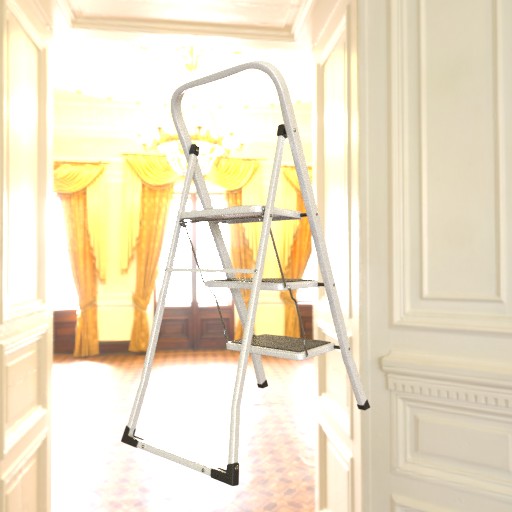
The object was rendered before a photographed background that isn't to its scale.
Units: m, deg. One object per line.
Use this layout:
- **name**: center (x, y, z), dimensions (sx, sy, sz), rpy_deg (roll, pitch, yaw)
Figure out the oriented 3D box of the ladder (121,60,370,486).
- **ladder**: center (0.000, 0.000, 1.401), dimensions (0.460, 1.050, 0.711), rpy_deg (-1, -1, 37)
